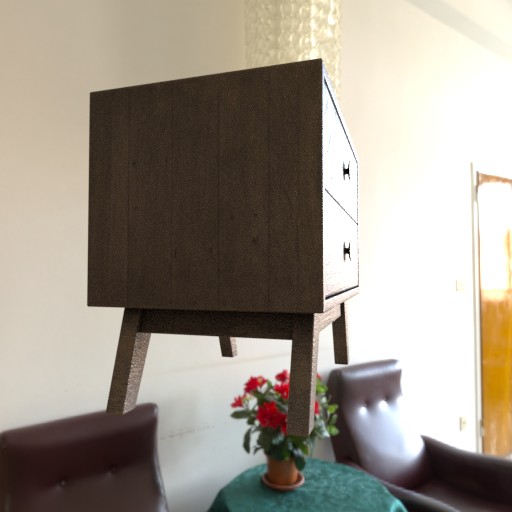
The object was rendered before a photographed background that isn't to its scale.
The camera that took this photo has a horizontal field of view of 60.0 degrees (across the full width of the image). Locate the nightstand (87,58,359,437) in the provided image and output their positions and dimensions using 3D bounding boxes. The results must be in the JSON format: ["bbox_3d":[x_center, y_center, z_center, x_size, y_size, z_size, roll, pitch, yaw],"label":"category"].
[{"bbox_3d":[0.000,0.000,1.061,0.450,0.599,0.650,-1,-2,18],"label":"nightstand"}]
